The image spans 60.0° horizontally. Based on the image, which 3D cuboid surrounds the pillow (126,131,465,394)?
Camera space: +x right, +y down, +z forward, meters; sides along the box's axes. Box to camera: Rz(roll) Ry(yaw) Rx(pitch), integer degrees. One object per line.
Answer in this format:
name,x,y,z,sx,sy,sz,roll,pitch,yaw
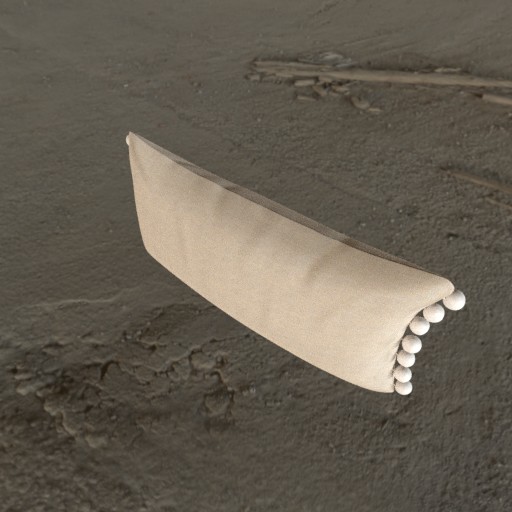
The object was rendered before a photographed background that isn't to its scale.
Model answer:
pillow,0.000,0.000,0.841,0.709,0.322,0.201,30,53,26
